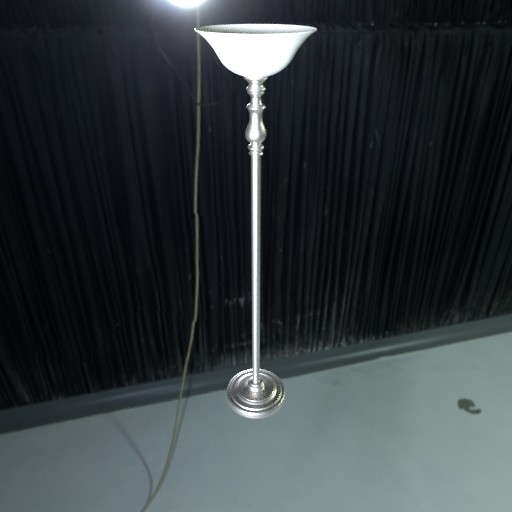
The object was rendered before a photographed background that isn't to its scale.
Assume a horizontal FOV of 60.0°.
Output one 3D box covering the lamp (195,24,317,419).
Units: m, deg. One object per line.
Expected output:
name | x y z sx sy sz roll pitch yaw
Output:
lamp | 0.000 0.000 1.934 0.405 1.771 0.405 -11 33 -17
